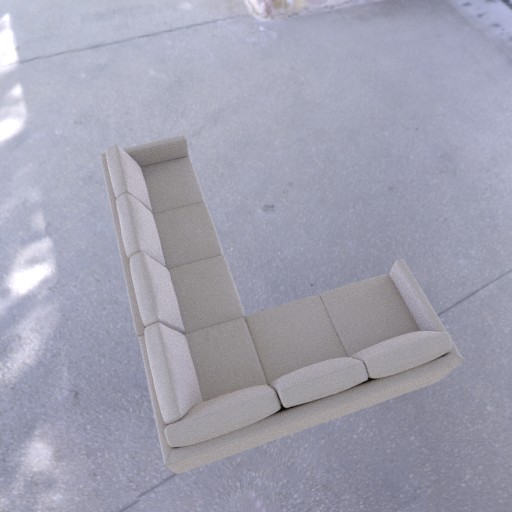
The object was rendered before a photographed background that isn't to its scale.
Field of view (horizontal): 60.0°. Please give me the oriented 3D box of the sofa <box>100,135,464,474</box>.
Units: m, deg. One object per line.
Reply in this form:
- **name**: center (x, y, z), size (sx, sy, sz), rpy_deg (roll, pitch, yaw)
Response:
- **sofa**: center (0.000, 0.000, 4.292), size (2.432, 0.863, 3.182), rpy_deg (-16, 59, -10)
